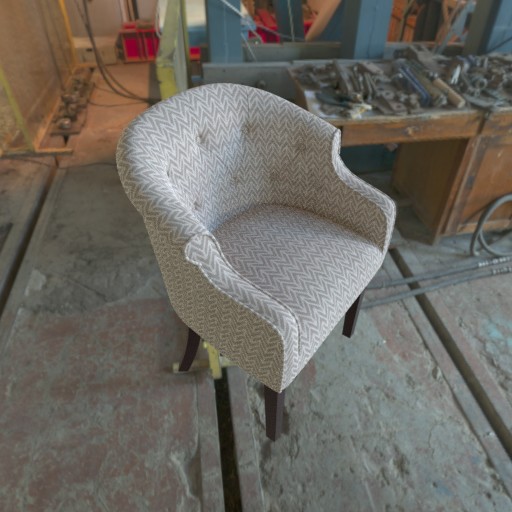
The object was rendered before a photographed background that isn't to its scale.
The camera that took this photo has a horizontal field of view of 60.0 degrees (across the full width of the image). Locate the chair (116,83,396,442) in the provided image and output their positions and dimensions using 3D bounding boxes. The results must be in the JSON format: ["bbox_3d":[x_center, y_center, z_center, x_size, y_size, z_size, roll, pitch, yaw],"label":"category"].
[{"bbox_3d":[0.000,0.000,1.335,0.613,0.858,0.686,26,47,27],"label":"chair"}]
